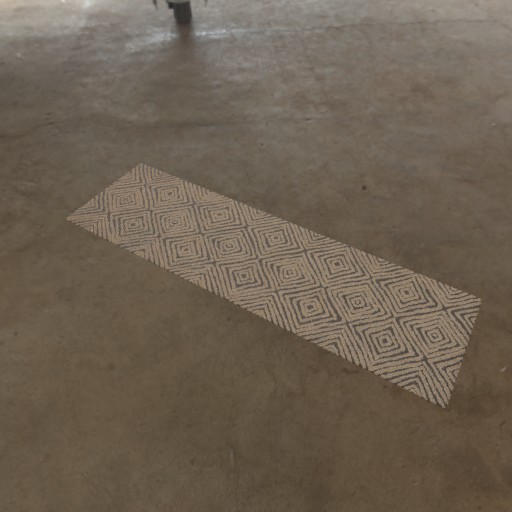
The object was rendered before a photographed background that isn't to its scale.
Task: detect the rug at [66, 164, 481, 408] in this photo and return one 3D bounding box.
[{"bbox_3d":[0.000,0.000,2.460,2.277,0.008,0.676,24,51,21],"label":"rug"}]
